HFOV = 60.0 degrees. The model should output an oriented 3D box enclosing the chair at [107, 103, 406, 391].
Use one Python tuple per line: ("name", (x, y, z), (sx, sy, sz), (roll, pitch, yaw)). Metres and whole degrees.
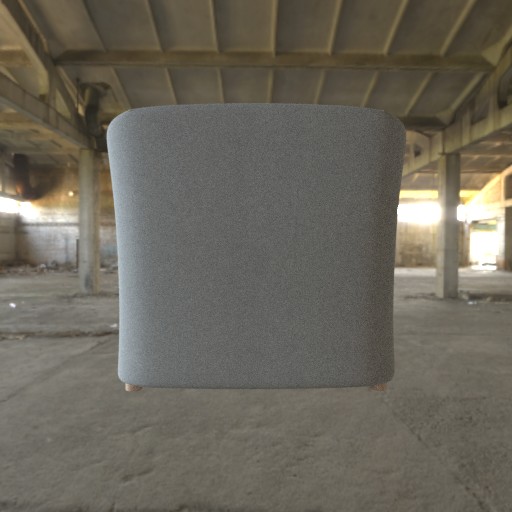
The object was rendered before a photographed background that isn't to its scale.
("chair", (0.000, 0.000, 1.360), (0.790, 0.720, 0.700), (0, 1, -1))
